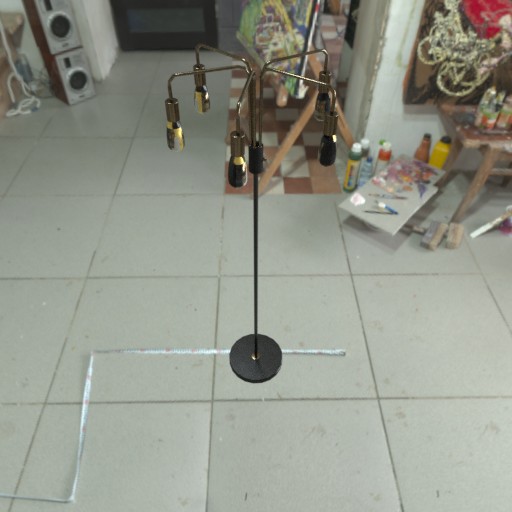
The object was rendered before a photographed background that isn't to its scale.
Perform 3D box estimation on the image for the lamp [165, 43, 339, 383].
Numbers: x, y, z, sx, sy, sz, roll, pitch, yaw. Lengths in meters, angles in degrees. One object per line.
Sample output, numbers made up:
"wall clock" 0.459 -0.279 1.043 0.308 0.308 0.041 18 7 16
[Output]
"lamp" 0.000 0.000 1.986 0.599 1.721 0.572 -23 50 -21
